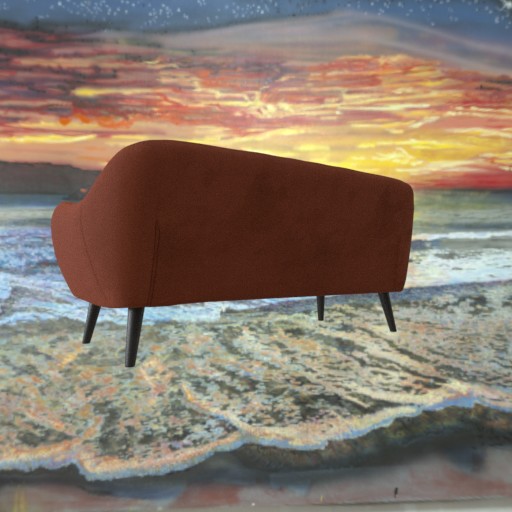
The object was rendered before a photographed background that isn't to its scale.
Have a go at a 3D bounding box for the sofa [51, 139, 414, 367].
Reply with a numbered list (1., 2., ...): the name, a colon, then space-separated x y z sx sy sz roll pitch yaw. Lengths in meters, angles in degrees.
1. sofa: 0.000 0.000 2.279 1.840 0.836 0.820 1 -1 -35
